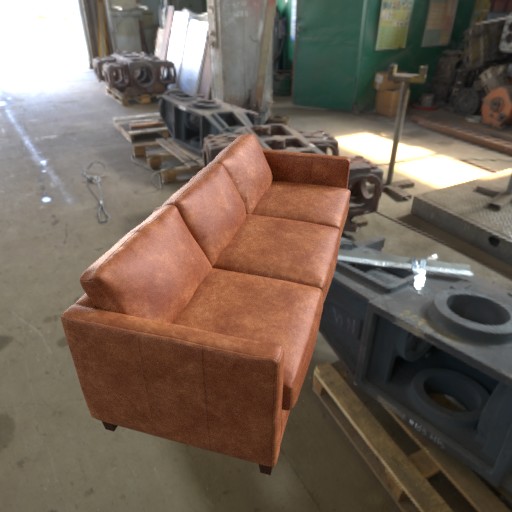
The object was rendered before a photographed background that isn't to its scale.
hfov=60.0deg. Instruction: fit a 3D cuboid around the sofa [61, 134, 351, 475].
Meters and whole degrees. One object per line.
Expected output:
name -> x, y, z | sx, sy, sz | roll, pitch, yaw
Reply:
sofa -> 0.000, 0.000, 2.928 | 1.045, 1.006, 2.464 | 9, 32, 14
